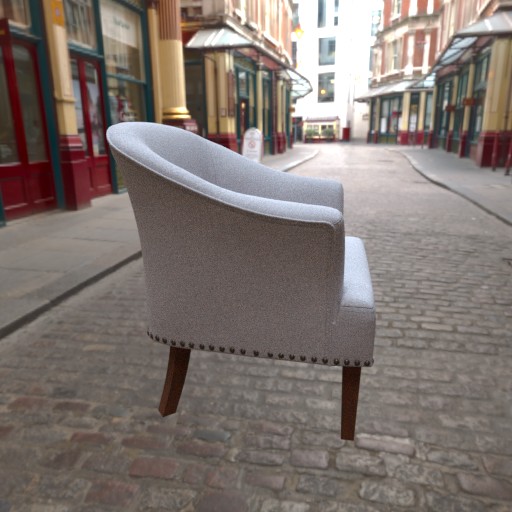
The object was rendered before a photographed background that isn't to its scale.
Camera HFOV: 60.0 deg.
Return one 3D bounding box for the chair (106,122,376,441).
[{"bbox_3d":[0.000,0.000,1.407,0.704,0.815,0.798,3,15,10],"label":"chair"}]
